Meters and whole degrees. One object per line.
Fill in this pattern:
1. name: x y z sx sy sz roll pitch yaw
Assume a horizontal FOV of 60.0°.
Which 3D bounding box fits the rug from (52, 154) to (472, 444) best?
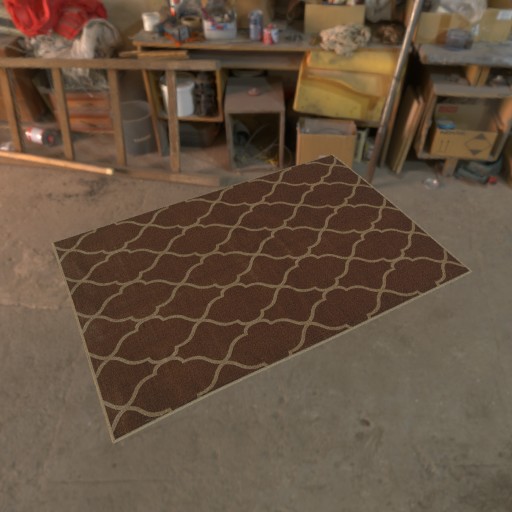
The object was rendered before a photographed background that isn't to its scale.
1. rug: 0.000 0.000 2.877 2.294 0.014 1.528 -21 49 -19
